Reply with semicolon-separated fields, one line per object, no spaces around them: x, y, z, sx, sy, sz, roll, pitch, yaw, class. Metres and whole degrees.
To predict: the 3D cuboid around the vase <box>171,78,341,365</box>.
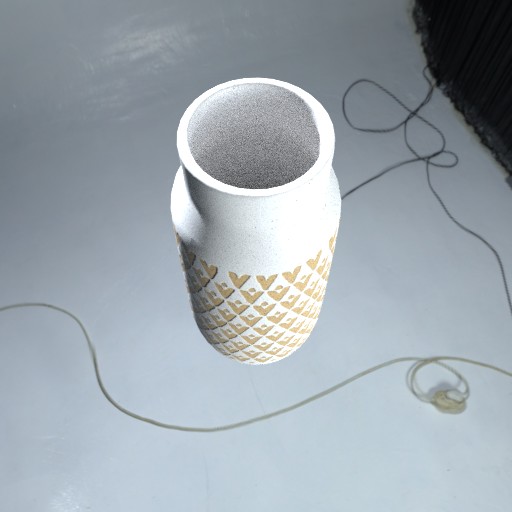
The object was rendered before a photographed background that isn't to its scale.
0.000;0.000;0.388;0.137;0.307;0.137;0;63;0;vase
